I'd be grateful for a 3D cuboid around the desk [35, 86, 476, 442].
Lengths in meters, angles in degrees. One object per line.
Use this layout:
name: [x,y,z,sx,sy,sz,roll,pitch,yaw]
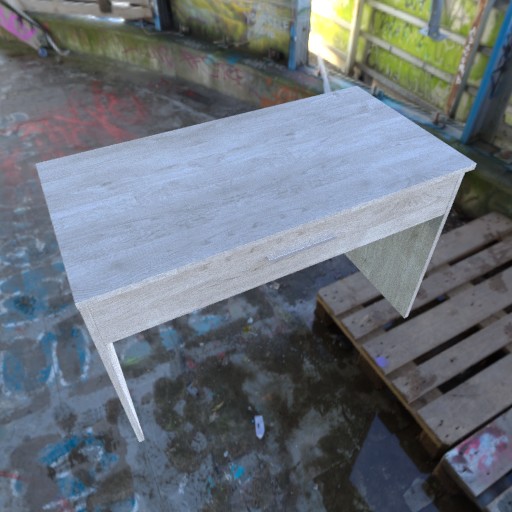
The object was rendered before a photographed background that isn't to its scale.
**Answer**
desk: [0.000,0.000,1.497,1.100,0.730,0.560,-20,48,-19]
